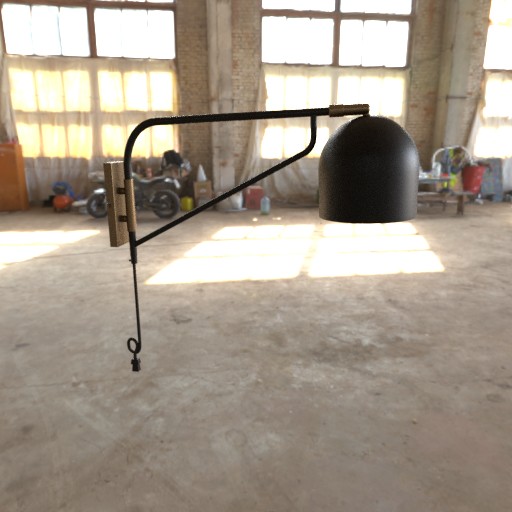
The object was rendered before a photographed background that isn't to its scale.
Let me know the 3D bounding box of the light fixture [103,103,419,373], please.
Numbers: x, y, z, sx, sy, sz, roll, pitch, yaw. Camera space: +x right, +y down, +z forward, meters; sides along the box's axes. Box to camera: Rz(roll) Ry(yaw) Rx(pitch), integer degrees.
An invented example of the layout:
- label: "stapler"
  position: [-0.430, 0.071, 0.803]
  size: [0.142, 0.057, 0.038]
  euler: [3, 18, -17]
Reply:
- label: "light fixture"
  position: [0.000, 0.000, 1.073]
  size: [0.720, 0.696, 0.215]
  euler: [3, 15, 10]
